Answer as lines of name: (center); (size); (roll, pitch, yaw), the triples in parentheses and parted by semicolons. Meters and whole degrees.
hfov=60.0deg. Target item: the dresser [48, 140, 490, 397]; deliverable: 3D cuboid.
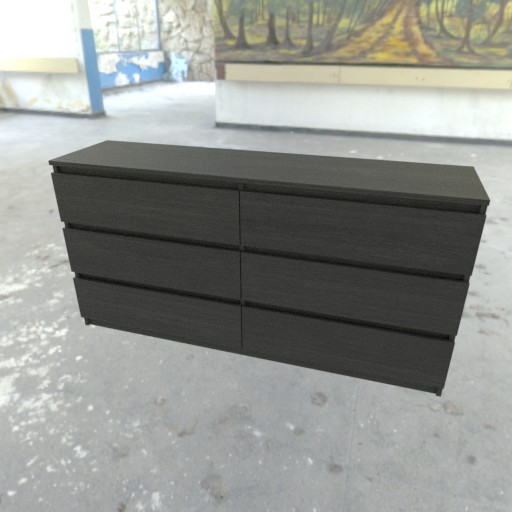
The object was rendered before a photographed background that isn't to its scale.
dresser: (0.000, 0.000, 1.883); (1.590, 0.795, 0.400); (8, 27, 15)
